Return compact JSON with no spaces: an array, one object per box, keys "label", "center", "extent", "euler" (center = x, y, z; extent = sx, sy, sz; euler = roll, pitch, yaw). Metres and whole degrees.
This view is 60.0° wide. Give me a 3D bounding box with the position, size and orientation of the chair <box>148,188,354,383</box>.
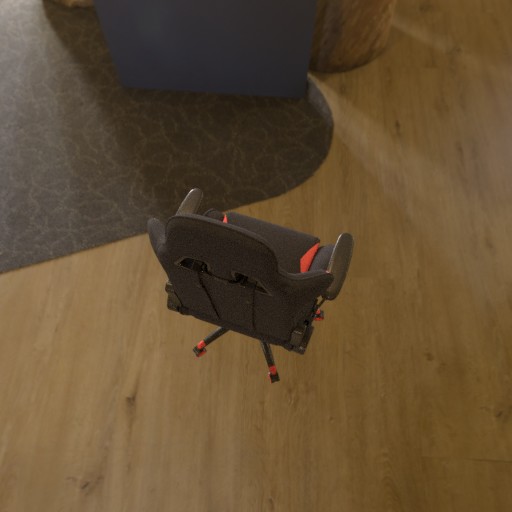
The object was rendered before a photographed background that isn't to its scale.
[{"label":"chair","center":[0.000,0.000,1.715],"extent":[0.695,1.326,0.658],"euler":[17,66,8]}]
